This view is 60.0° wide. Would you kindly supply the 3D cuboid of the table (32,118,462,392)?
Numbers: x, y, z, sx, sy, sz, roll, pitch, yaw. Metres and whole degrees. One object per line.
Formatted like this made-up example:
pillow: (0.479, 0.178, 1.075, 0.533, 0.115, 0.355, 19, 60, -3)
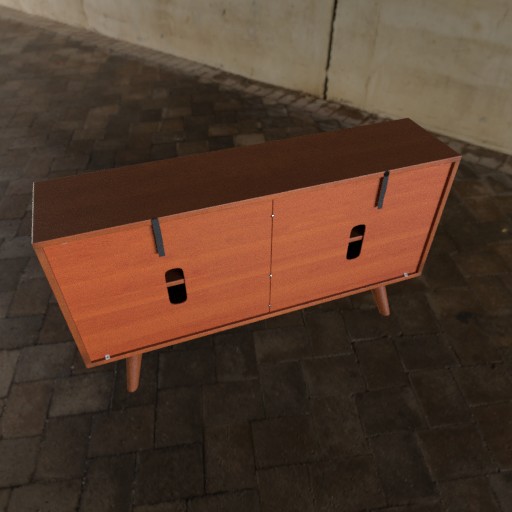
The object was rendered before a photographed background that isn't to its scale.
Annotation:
table: (0.000, 0.000, 1.524, 1.220, 0.698, 0.308, -13, 44, -15)
